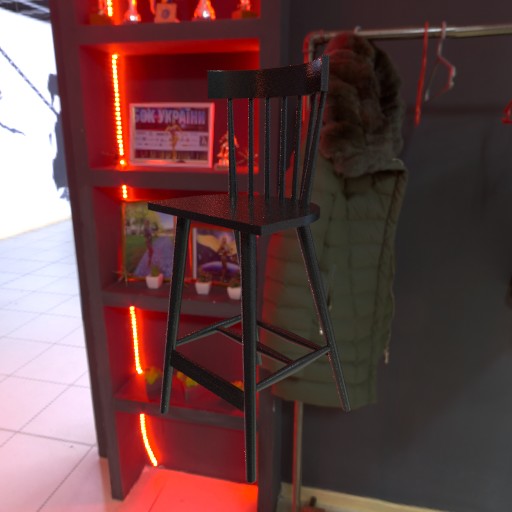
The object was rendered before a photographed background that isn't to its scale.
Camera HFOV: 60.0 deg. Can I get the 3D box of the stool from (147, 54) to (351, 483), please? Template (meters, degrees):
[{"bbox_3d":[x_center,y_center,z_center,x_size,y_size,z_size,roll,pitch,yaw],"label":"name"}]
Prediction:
[{"bbox_3d":[0.000,0.000,1.358,0.483,1.092,0.482,-15,22,-42],"label":"stool"}]
